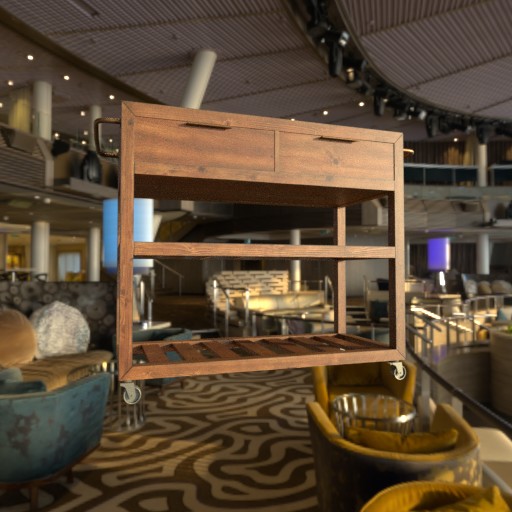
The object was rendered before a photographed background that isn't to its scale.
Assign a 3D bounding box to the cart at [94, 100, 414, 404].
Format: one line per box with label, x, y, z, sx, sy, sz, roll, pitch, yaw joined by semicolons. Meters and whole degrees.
cart;0.000;0.000;1.538;1.065;0.830;0.445;1;-2;-18
